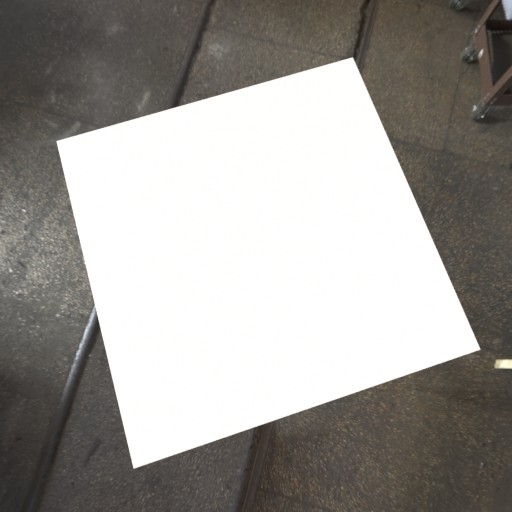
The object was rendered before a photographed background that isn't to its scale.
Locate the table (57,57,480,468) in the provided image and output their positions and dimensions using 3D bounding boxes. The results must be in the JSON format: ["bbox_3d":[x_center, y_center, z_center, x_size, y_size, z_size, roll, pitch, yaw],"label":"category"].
[{"bbox_3d":[0.000,0.000,1.064,0.700,0.289,0.700,-17,77,-4],"label":"table"}]
